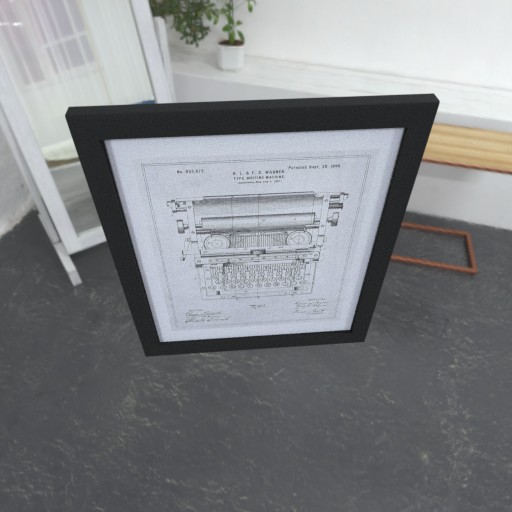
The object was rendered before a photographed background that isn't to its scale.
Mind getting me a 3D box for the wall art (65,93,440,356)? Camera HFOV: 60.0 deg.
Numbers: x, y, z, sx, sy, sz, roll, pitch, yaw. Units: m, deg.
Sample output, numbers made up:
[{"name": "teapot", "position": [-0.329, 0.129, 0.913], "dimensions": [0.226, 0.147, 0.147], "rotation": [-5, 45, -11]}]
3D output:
[{"name": "wall art", "position": [0.000, 0.000, 0.697], "dimensions": [0.432, 0.508, 0.021], "rotation": [-3, 46, -3]}]
